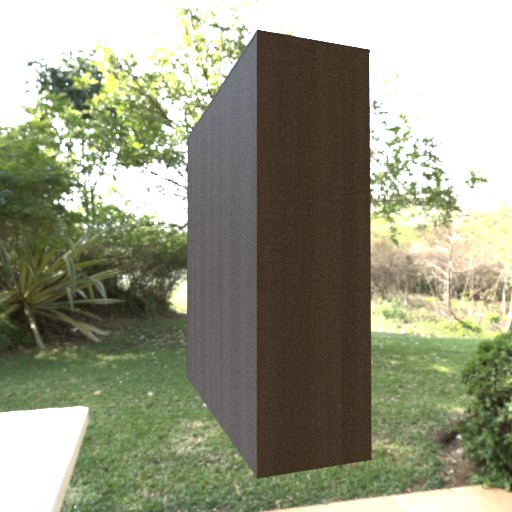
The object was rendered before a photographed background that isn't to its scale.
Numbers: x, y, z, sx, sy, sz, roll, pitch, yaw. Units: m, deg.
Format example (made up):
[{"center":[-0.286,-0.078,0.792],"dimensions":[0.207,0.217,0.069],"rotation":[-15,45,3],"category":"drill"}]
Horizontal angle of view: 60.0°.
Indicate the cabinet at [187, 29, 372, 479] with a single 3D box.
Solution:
[{"center":[0.000,0.000,3.010],"dimensions":[0.620,2.060,1.870],"rotation":[0,-1,-19],"category":"cabinet"}]
